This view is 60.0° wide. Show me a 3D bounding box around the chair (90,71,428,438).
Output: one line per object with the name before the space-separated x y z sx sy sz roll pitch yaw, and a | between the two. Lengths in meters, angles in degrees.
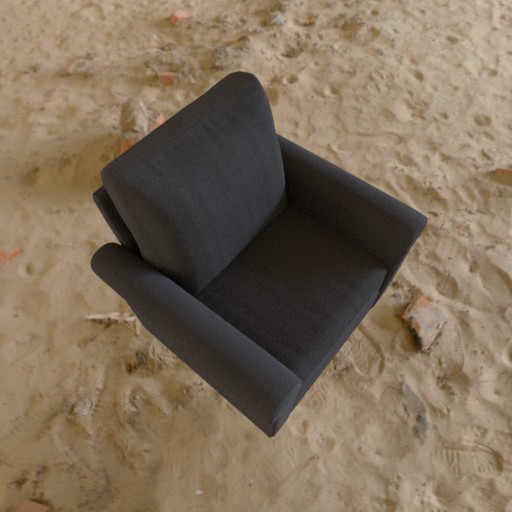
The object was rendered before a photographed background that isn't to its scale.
chair | 0.000 0.000 1.585 0.828 0.942 0.867 36 65 19
